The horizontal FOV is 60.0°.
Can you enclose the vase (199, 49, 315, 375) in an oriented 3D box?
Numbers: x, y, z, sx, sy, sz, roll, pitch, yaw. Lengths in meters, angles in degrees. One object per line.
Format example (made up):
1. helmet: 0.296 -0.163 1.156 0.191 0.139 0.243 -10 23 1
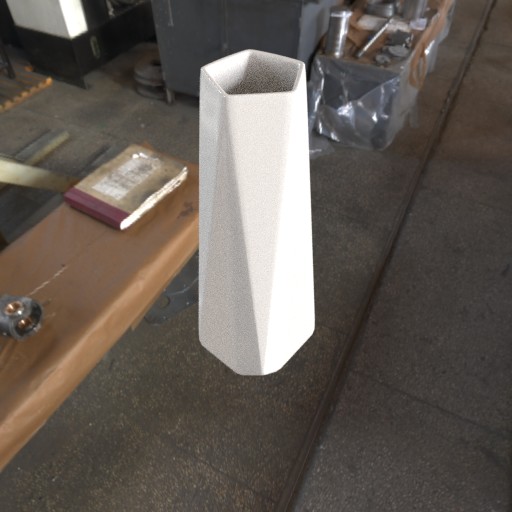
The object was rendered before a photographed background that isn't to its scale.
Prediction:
1. vase: 0.000 0.000 0.396 0.122 0.329 0.116 -5 48 -5
